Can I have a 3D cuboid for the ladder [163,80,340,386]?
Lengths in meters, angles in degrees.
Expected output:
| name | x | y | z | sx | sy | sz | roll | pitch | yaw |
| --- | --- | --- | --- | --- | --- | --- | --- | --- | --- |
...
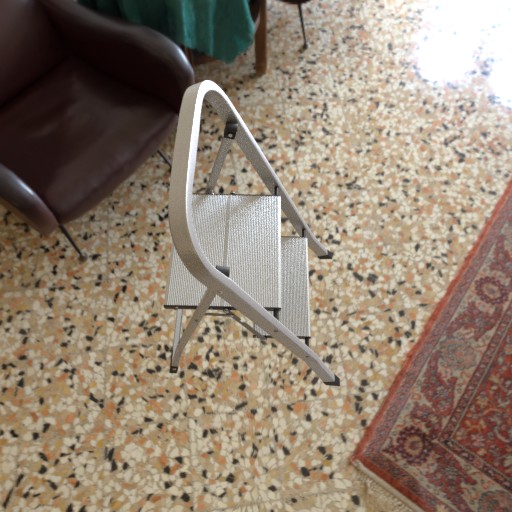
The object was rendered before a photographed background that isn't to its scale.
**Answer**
| name | x | y | z | sx | sy | sz | roll | pitch | yaw |
| --- | --- | --- | --- | --- | --- | --- | --- | --- | --- |
| ladder | 0.000 | 0.000 | 1.109 | 0.530 | 0.830 | 0.465 | 1 | 63 | 1 |
